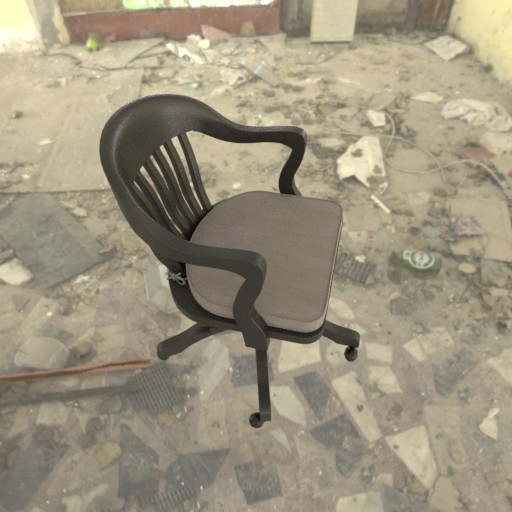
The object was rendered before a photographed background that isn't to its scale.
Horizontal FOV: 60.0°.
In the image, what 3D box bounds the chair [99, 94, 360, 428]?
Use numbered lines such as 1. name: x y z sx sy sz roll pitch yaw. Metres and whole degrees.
1. chair: 0.000 0.000 1.421 0.788 0.878 0.750 10 47 10
